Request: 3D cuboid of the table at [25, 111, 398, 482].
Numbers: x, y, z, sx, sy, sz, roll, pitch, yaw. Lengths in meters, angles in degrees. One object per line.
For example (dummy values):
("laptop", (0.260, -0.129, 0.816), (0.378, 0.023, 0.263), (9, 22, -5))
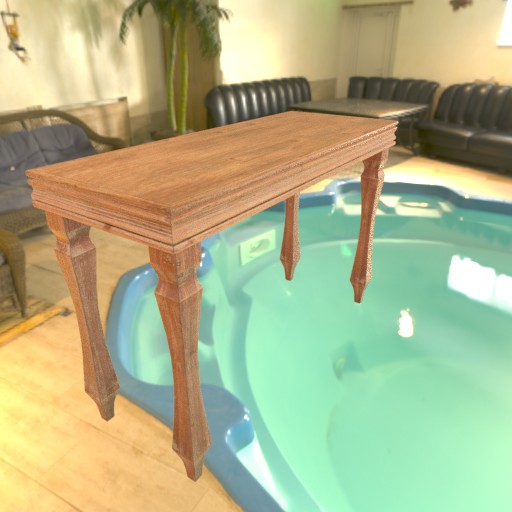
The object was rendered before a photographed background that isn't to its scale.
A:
("table", (0.000, 0.000, 1.685), (0.522, 0.873, 1.330), (17, 31, 31))
